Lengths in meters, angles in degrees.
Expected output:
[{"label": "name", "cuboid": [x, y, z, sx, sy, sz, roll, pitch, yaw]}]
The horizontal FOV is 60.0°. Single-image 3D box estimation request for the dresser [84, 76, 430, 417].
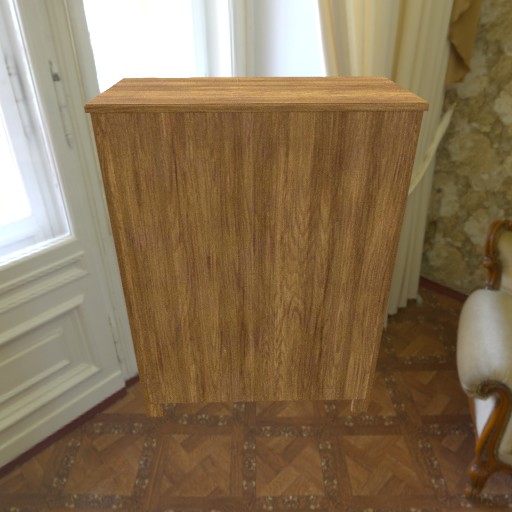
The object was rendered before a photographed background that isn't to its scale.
[{"label": "dresser", "cuboid": [0.000, 0.000, 1.983, 1.081, 1.431, 0.558, -1, 31, -1]}]
